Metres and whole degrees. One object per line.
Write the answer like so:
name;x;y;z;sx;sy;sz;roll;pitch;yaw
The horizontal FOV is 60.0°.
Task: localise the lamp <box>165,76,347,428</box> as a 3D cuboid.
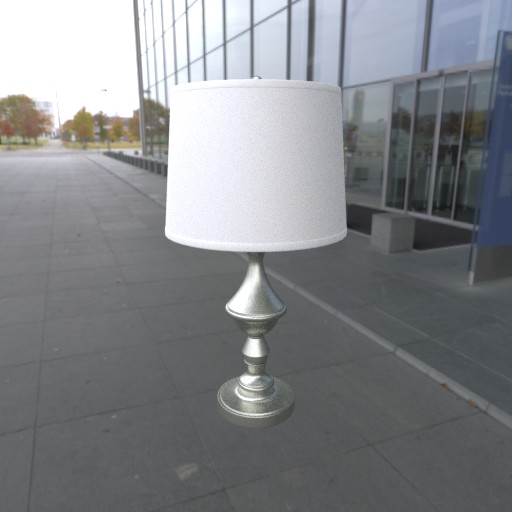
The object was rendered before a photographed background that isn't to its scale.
lamp;0.000;0.000;0.966;0.383;0.733;0.383;0;15;0
